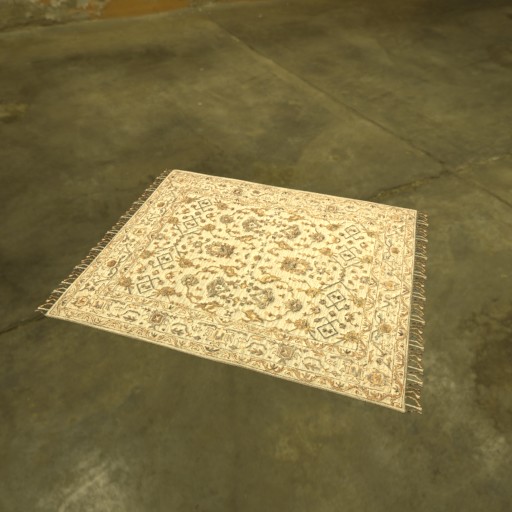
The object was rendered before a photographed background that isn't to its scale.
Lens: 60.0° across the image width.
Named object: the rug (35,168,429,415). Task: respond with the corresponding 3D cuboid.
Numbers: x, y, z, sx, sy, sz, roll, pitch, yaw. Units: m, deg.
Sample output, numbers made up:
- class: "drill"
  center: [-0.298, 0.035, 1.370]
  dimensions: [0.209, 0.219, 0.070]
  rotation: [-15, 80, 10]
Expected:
- class: "rug"
  center: [0.000, 0.000, 4.138]
  dimensions: [3.061, 0.034, 2.426]
  rotation: [12, 43, 13]
